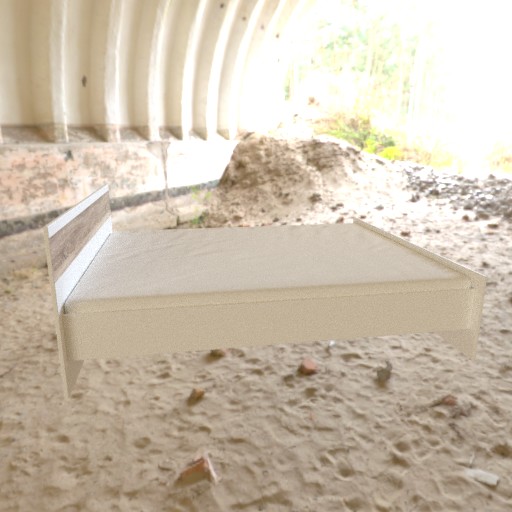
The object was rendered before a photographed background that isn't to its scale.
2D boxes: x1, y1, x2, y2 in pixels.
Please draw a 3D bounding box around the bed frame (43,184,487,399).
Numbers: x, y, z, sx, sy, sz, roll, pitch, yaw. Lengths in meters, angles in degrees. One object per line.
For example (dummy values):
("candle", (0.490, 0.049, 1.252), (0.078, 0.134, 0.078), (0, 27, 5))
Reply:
("bed frame", (0.000, 0.000, 2.893), (2.060, 0.800, 1.720), (-3, 15, -10))
